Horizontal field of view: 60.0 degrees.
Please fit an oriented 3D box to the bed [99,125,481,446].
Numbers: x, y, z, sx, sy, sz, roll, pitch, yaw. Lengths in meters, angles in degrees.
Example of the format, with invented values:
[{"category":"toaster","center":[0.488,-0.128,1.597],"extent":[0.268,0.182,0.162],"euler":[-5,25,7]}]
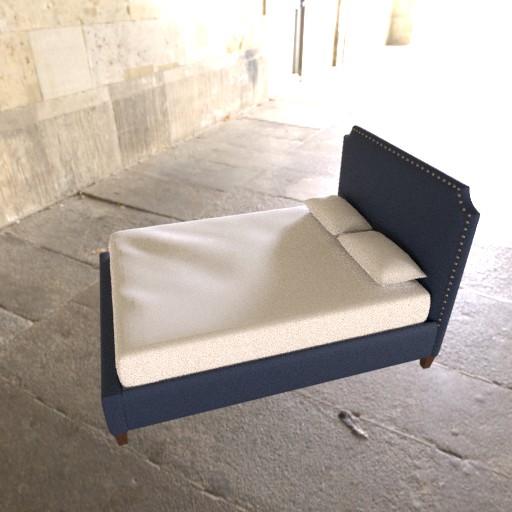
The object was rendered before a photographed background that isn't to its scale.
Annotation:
[{"category":"bed","center":[0.000,0.000,3.363],"extent":[2.372,1.443,1.712],"euler":[-9,33,-14]}]
